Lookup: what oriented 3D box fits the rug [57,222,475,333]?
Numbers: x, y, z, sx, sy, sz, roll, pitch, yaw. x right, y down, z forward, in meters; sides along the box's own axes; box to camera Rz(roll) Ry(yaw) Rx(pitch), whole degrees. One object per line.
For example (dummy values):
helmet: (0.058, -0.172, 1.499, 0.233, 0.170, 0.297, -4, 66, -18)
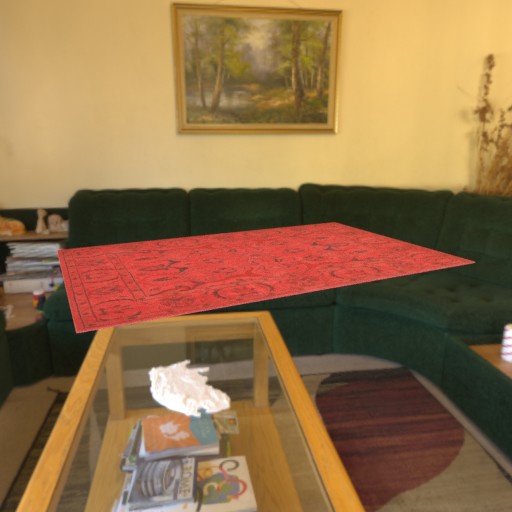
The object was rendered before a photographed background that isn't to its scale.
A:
rug: (0.000, 0.000, 3.027, 2.423, 0.010, 1.534, -7, 17, -25)
